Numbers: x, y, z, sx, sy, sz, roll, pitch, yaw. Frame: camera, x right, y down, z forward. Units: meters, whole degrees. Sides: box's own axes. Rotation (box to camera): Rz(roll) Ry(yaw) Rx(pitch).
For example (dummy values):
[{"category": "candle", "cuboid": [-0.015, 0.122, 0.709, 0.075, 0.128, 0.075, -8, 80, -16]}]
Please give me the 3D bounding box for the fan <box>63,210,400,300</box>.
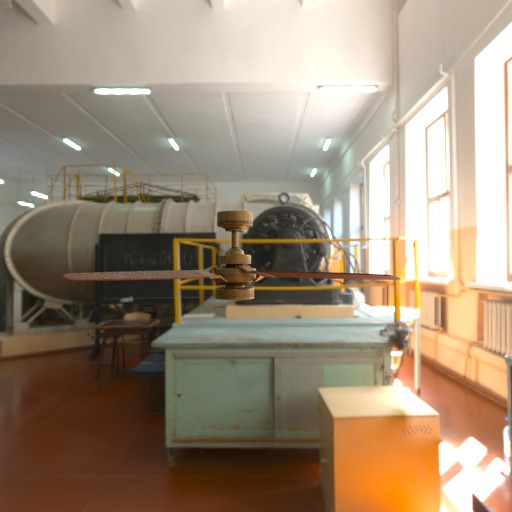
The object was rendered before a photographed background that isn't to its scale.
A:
[{"category": "fan", "cuboid": [0.000, 0.000, 2.034, 1.271, 0.425, 1.416, -1, -1, 36]}]
